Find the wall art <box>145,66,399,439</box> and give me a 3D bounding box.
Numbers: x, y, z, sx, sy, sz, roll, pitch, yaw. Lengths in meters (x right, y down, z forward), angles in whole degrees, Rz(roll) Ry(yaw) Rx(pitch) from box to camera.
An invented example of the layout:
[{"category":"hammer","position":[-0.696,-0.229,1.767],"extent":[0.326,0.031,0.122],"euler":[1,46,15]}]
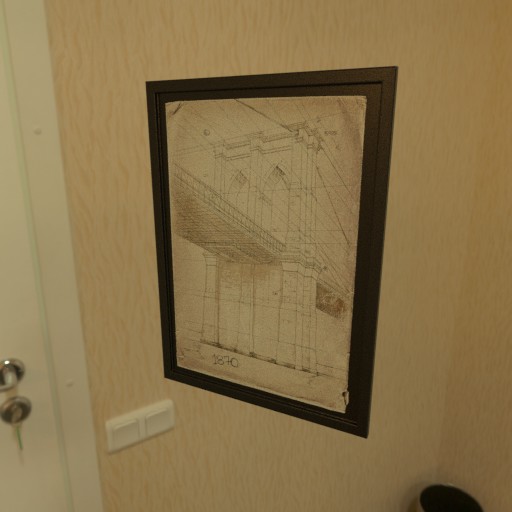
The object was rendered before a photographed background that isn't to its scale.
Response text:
[{"category":"wall art","position":[0.000,0.000,0.864],"extent":[0.480,0.657,0.016],"euler":[8,18,26]}]
